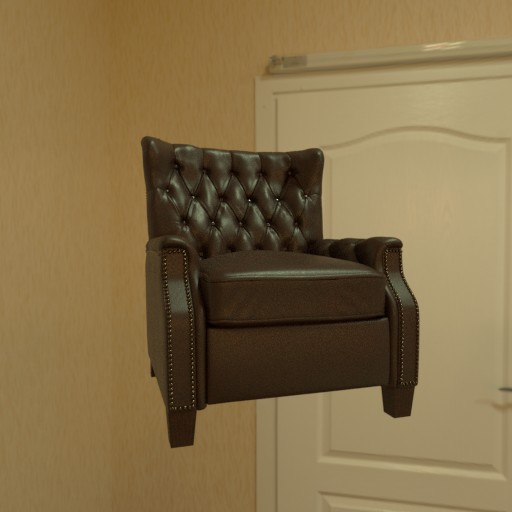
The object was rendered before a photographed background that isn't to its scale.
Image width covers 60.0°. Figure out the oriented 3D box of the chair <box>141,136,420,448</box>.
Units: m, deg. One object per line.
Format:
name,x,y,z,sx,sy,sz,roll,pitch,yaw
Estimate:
chair,0.000,0.000,1.462,0.709,0.864,0.823,0,1,-17
